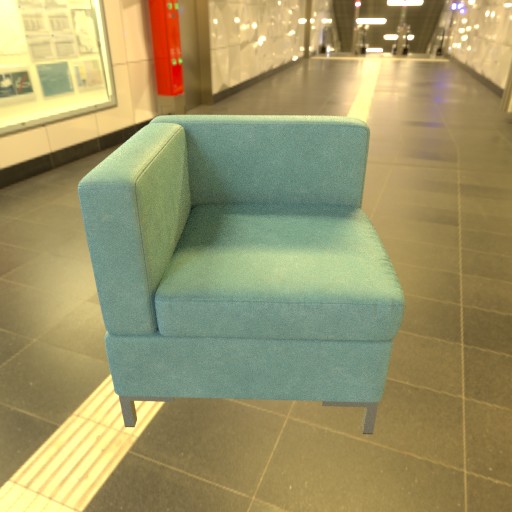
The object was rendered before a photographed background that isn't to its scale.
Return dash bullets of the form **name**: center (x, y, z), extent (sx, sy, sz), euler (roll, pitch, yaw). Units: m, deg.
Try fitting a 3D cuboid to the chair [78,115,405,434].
- **chair**: center (0.000, 0.000, 1.243), extent (0.680, 0.660, 0.680), euler (1, 28, 2)
